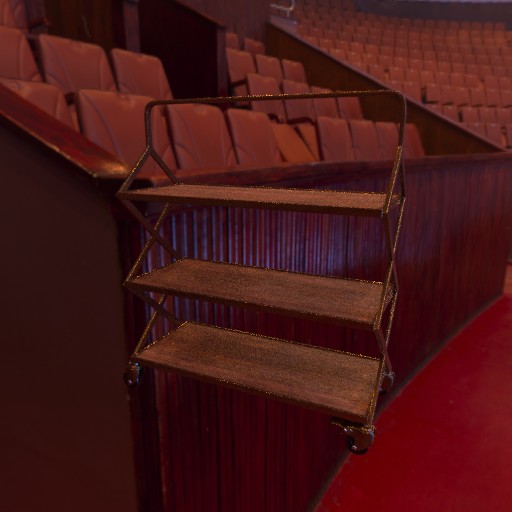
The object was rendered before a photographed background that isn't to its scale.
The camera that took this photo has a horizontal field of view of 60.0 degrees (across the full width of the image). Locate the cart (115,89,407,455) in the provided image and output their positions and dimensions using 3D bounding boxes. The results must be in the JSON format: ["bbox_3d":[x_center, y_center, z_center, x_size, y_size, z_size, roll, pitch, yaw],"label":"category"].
[{"bbox_3d":[0.000,0.000,1.182,0.723,0.805,0.313,7,16,25],"label":"cart"}]
